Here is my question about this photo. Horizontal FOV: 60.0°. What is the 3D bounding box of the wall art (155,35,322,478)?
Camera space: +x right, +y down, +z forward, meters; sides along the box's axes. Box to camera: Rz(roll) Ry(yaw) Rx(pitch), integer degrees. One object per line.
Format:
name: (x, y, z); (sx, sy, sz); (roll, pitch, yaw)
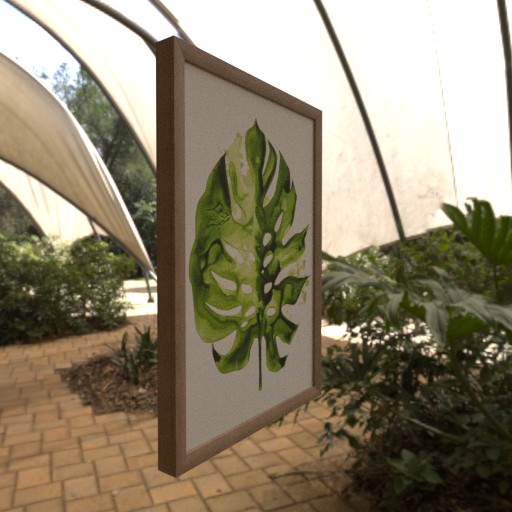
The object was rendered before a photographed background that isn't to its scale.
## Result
wall art: (0.000, 0.000, 0.660); (0.031, 0.509, 0.356); (1, 2, 36)
